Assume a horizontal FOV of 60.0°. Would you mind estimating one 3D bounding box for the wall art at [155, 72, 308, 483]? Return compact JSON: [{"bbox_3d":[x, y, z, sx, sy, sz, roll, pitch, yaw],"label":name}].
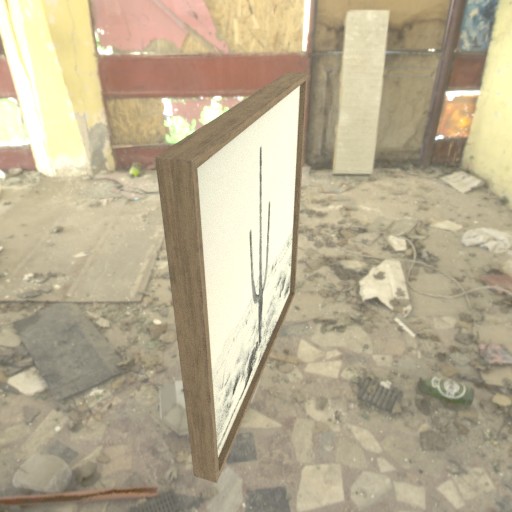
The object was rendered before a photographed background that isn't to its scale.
[{"bbox_3d":[0.000,0.000,0.754,0.038,0.508,0.508,9,33,15],"label":"wall art"}]
